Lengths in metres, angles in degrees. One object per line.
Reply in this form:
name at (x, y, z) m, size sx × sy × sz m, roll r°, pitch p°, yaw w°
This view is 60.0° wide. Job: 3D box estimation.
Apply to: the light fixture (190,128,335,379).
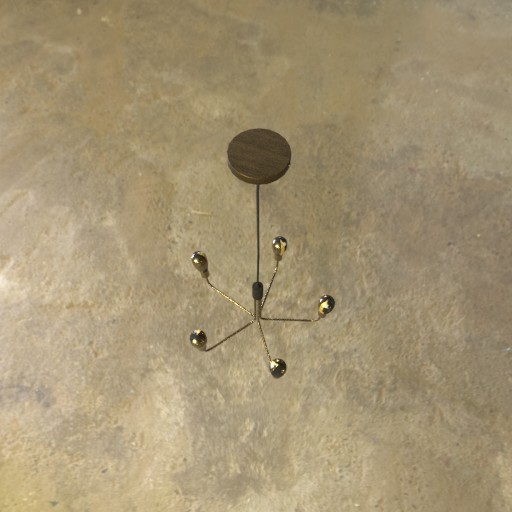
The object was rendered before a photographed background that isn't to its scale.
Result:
light fixture at (0.000, 0.000, 1.407) m, size 0.588 × 1.059 × 0.532 m, roll 18°, pitch 64°, yaw 9°
